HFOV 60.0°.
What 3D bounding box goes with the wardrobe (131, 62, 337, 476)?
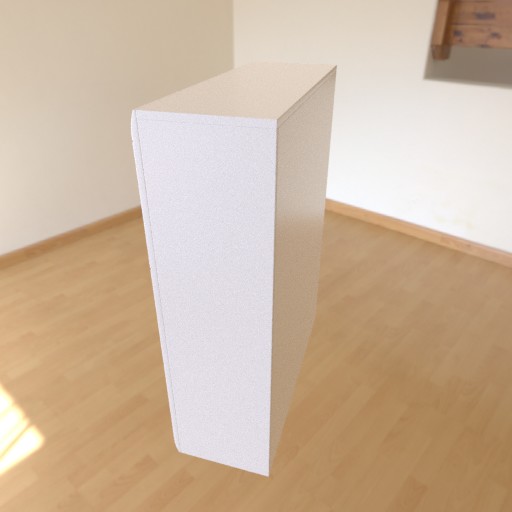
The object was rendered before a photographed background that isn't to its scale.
[{"bbox_3d":[0.000,0.000,1.618,0.360,1.200,0.900,9,31,14],"label":"wardrobe"}]
